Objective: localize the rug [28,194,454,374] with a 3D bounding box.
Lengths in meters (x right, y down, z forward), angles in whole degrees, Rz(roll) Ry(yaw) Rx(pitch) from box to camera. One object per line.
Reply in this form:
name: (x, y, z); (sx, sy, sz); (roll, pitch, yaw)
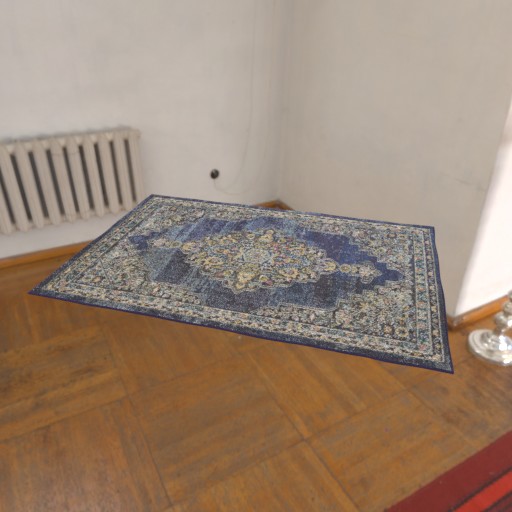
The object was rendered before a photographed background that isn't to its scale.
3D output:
rug: (0.000, 0.000, 2.245); (1.781, 0.012, 1.184); (8, 32, 14)
